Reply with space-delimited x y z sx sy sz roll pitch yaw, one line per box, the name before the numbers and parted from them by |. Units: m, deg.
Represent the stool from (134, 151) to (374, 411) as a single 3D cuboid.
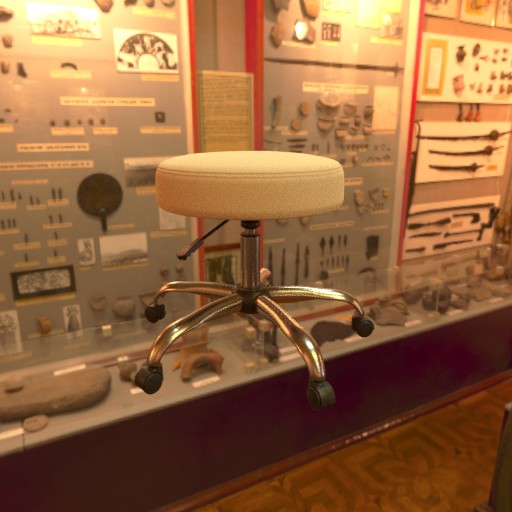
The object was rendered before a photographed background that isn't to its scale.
stool | 0.000 0.000 1.058 0.634 0.482 0.614 -8 18 -26
